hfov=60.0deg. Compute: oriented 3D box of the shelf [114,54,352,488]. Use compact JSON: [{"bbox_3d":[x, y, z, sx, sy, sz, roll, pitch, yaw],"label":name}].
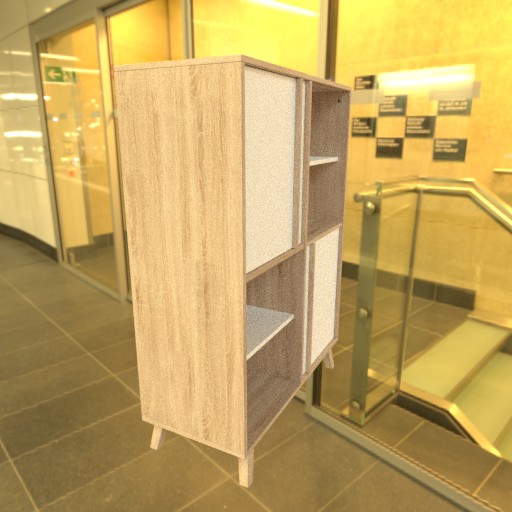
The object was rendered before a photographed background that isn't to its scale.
[{"bbox_3d":[0.000,0.000,1.858,0.450,1.390,1.000,8,18,27],"label":"shelf"}]
